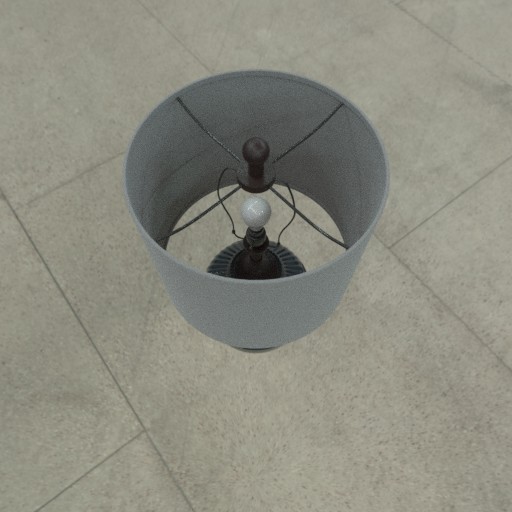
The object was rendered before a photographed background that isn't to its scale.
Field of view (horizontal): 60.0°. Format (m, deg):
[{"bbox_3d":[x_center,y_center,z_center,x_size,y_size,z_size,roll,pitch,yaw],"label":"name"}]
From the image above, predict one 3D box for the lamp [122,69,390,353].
[{"bbox_3d":[0.000,0.000,0.751,0.318,0.567,0.318,0,63,0],"label":"lamp"}]
